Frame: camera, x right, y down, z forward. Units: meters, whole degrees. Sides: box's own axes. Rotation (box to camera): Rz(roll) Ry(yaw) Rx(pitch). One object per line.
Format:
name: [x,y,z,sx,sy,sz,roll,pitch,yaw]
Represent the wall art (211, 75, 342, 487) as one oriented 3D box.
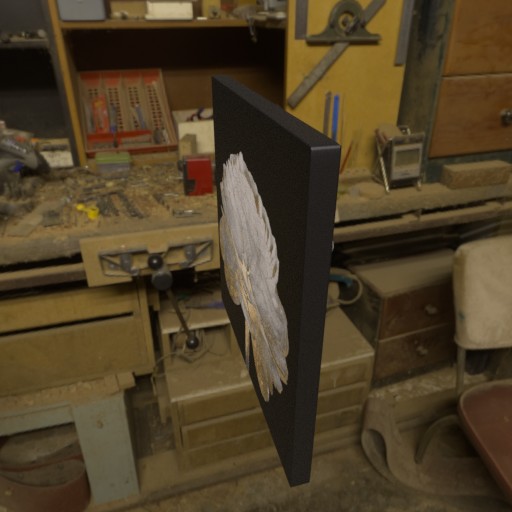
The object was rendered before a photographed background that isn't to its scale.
wall art: [0.000,0.000,0.897,0.043,0.611,0.610,-8,30,-13]
